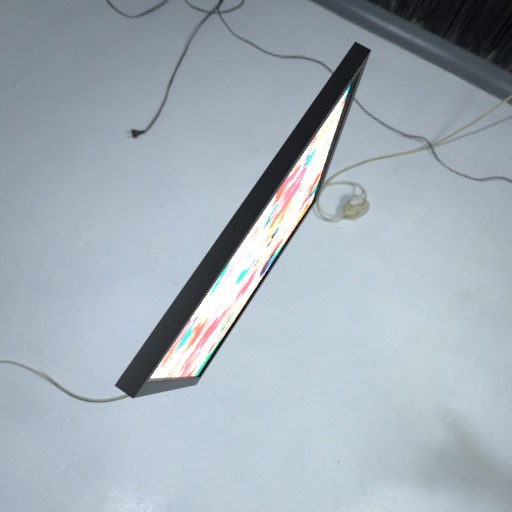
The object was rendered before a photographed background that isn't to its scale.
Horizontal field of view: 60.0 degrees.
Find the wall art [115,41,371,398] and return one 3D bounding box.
[{"bbox_3d":[0.000,0.000,1.133,0.036,0.755,0.756,32,78,8],"label":"wall art"}]
